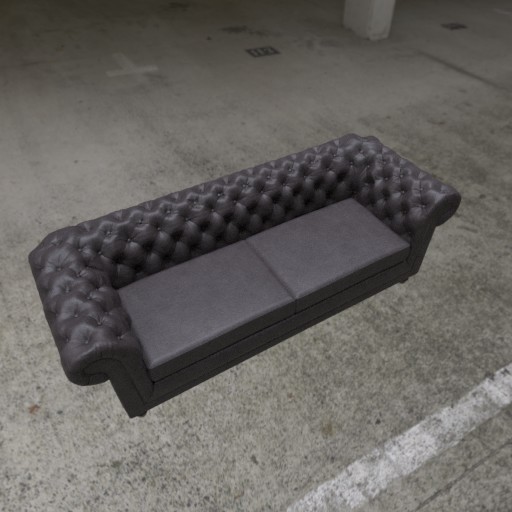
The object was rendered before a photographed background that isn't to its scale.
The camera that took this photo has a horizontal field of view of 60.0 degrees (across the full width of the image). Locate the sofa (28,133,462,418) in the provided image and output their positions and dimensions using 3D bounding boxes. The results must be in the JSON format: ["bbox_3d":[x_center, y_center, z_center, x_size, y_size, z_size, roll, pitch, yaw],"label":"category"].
[{"bbox_3d":[0.000,0.000,2.737,2.385,0.783,0.944,-23,49,-21],"label":"sofa"}]
